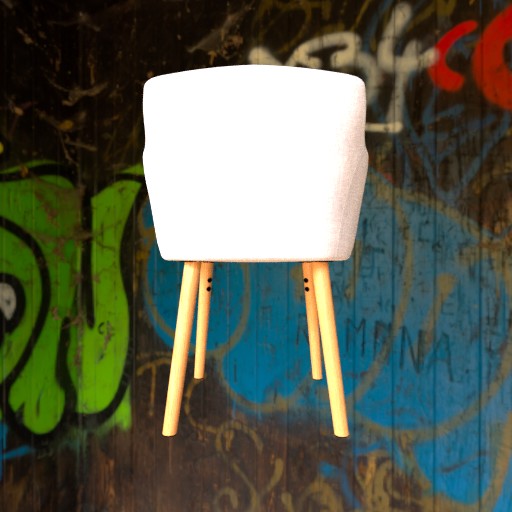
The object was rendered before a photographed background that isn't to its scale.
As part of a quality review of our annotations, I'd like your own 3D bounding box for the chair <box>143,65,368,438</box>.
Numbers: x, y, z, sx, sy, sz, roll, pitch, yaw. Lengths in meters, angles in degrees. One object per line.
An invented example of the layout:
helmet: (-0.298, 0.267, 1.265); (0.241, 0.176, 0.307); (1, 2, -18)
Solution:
chair: (0.000, 0.000, 1.153); (0.570, 0.780, 0.540); (0, 0, 1)
